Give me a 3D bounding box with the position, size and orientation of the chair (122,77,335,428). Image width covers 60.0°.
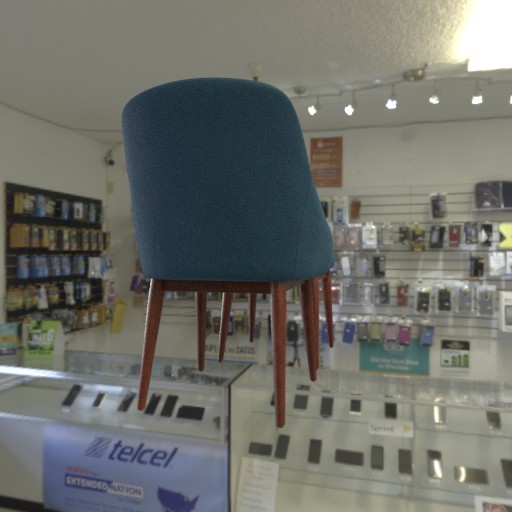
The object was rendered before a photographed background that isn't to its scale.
[{"bbox_3d":[0.000,0.000,1.600,0.584,0.866,1.114,0,1,18],"label":"chair"}]
